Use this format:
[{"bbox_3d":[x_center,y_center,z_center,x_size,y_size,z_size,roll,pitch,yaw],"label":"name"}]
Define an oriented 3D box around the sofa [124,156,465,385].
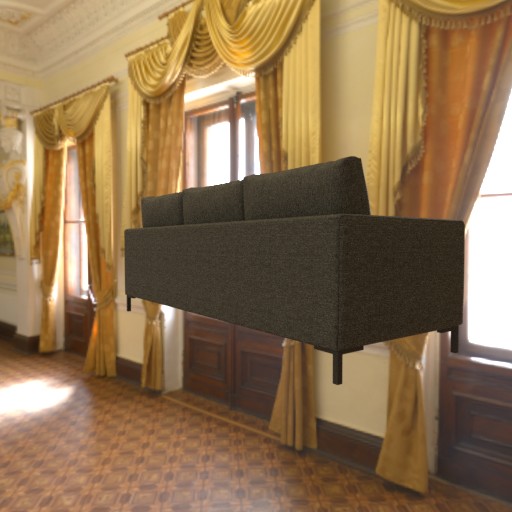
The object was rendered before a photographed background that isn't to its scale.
[{"bbox_3d":[0.000,0.000,2.739,0.876,0.879,2.253,-1,2,-36],"label":"sofa"}]
